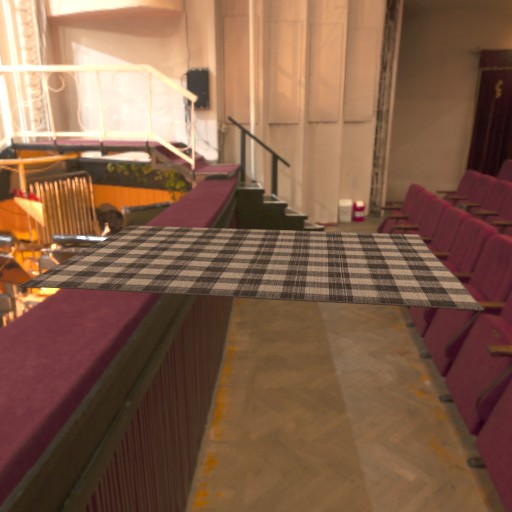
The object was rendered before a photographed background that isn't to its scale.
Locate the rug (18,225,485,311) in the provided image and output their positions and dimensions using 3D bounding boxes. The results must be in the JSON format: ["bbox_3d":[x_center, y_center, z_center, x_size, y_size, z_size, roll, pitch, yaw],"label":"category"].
[{"bbox_3d":[0.000,0.000,3.046,2.476,0.011,1.554,2,17,8],"label":"rug"}]
